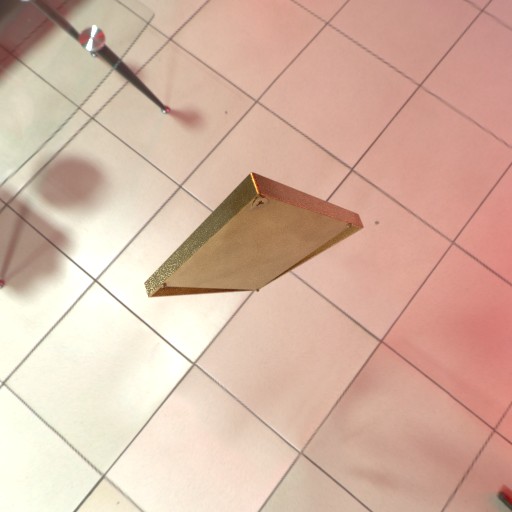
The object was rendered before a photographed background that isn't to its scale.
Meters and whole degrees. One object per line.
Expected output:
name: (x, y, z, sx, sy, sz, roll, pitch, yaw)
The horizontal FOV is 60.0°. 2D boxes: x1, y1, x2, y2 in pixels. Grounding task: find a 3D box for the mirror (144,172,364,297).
mirror: (0.000, 0.000, 0.819, 0.419, 0.679, 0.032, -18, 77, -4)
